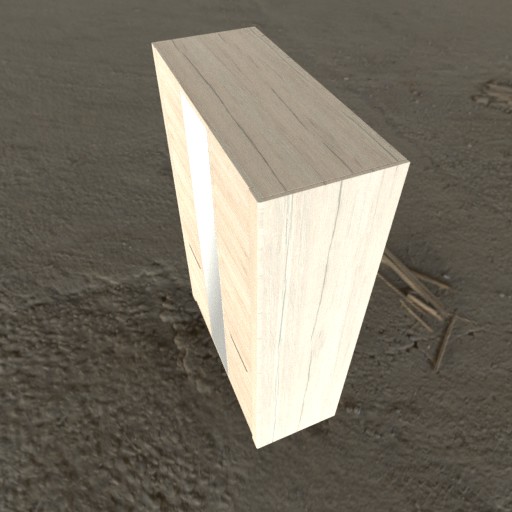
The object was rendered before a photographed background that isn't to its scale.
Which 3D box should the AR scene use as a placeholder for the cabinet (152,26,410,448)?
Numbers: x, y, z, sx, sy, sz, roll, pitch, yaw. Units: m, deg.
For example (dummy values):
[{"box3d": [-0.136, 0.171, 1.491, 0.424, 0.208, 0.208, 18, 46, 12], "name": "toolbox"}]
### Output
[{"box3d": [0.000, 0.000, 2.665, 0.580, 2.070, 1.400, -17, 49, -16], "name": "cabinet"}]
